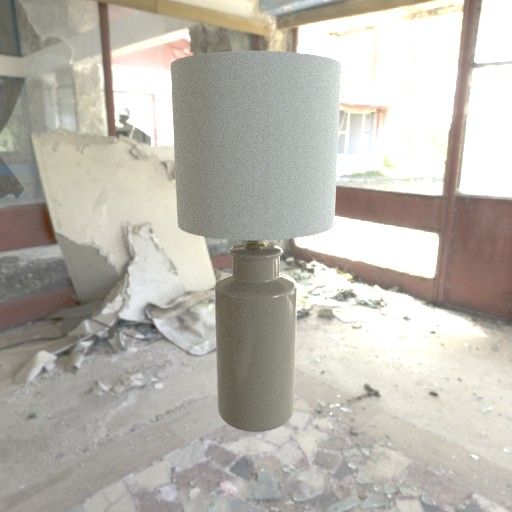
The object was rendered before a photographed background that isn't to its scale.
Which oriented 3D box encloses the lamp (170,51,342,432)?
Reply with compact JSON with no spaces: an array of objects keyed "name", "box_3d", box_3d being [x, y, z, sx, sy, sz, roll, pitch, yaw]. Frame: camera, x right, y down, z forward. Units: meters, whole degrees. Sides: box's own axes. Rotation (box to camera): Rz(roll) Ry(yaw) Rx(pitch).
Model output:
[{"name":"lamp","box_3d":[0.000,0.000,0.621,0.212,0.493,0.212,-2,15,-7]}]
